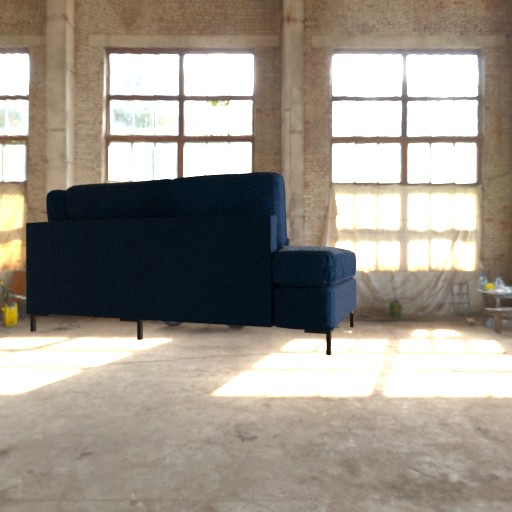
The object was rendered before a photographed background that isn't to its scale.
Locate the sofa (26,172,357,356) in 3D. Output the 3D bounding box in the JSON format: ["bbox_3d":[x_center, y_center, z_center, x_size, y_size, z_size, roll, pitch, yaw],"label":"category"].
[{"bbox_3d":[0.000,0.000,4.184,2.055,0.992,3.434,0,0,19],"label":"sofa"}]
